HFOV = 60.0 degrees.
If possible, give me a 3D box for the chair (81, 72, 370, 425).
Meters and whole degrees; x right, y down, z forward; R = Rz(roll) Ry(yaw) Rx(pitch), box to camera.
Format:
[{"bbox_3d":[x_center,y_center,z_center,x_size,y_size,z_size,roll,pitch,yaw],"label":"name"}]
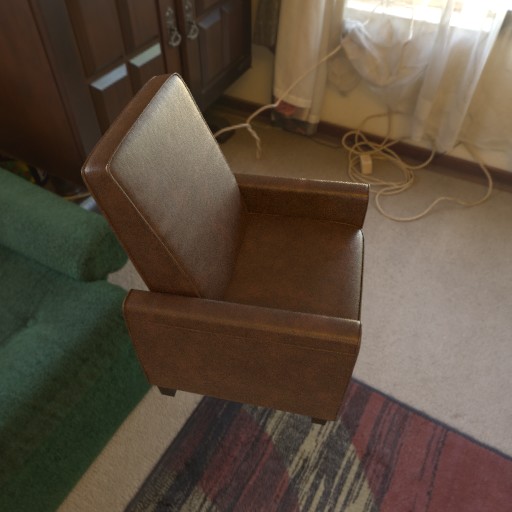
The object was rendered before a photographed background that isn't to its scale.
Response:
[{"bbox_3d":[0.000,0.000,1.506,0.746,1.013,0.705,9,48,8],"label":"chair"}]
